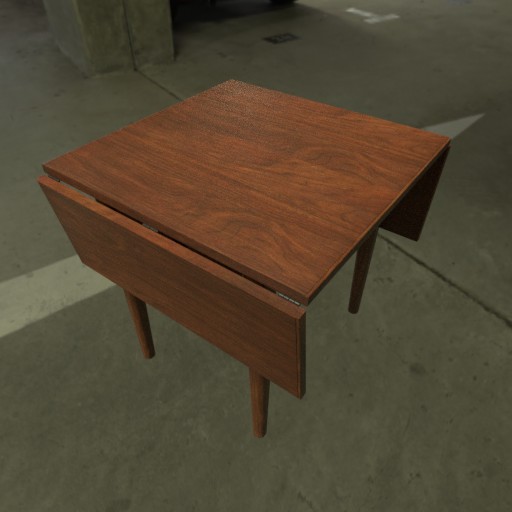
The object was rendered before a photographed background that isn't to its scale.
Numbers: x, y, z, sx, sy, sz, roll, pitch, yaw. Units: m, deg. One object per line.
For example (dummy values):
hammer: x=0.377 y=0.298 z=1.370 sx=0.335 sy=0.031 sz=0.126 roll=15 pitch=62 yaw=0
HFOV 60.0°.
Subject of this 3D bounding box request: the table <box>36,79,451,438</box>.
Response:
table: x=0.000 y=0.000 z=1.459 sx=0.812 sy=0.763 sz=0.843 roll=26 pitch=47 yaw=27
